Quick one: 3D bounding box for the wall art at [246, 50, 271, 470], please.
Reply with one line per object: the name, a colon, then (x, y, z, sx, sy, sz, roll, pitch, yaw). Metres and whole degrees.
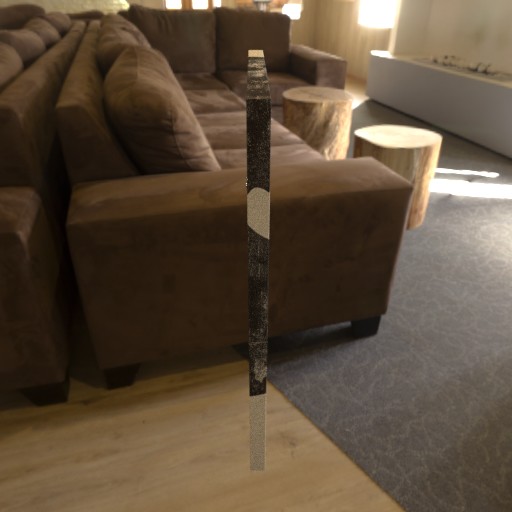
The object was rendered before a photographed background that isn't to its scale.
wall art: (0.000, 0.000, 1.158, 0.041, 0.915, 0.610, 0, 31, 0)
